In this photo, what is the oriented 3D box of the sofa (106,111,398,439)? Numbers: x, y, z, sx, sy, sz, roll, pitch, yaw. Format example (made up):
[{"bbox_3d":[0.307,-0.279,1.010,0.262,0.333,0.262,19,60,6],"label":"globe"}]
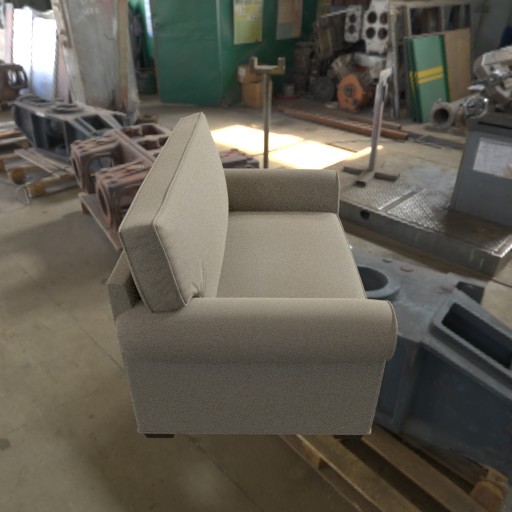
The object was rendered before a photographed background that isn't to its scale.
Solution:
[{"bbox_3d":[0.000,0.000,2.049,0.937,1.006,1.405,0,32,0],"label":"sofa"}]
